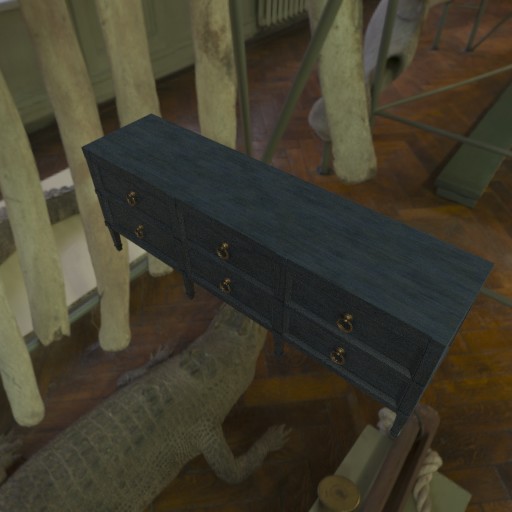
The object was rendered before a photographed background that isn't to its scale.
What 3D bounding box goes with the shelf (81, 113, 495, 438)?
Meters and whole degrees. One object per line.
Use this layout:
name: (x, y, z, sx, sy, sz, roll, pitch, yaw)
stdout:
shelf: (0.000, 0.000, 2.169, 1.878, 0.715, 0.471, 29, 51, 27)
